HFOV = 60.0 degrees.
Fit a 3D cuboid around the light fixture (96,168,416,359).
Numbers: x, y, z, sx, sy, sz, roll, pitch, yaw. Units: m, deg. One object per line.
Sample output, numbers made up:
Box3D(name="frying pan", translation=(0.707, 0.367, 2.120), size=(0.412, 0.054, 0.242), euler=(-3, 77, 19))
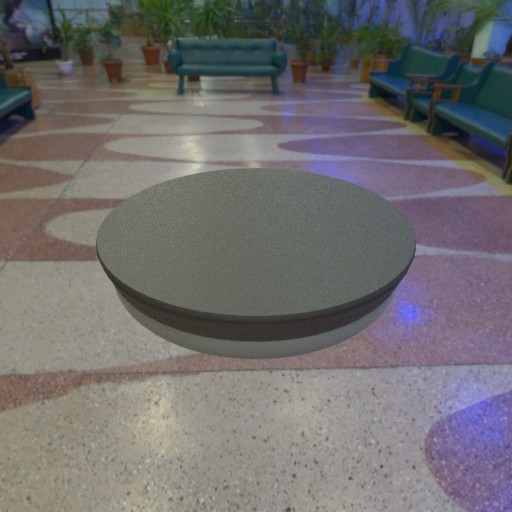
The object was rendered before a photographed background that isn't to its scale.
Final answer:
Box3D(name="light fixture", translation=(0.000, 0.000, 0.557), size=(0.368, 0.100, 0.368), euler=(0, 31, 0))
